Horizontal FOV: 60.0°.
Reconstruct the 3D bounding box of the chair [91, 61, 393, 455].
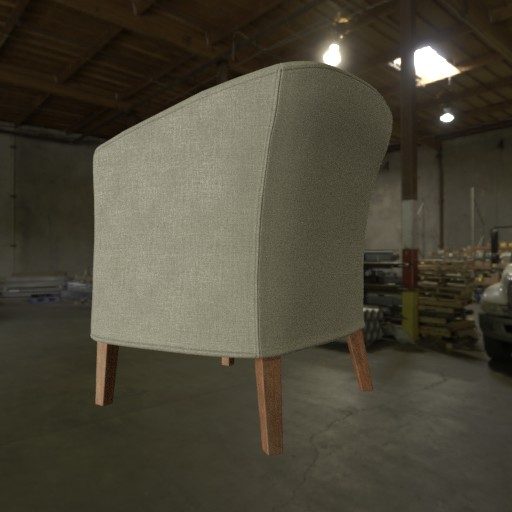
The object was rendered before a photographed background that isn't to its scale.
[{"bbox_3d":[0.000,0.000,1.198,0.668,0.771,0.600,0,-1,35],"label":"chair"}]
